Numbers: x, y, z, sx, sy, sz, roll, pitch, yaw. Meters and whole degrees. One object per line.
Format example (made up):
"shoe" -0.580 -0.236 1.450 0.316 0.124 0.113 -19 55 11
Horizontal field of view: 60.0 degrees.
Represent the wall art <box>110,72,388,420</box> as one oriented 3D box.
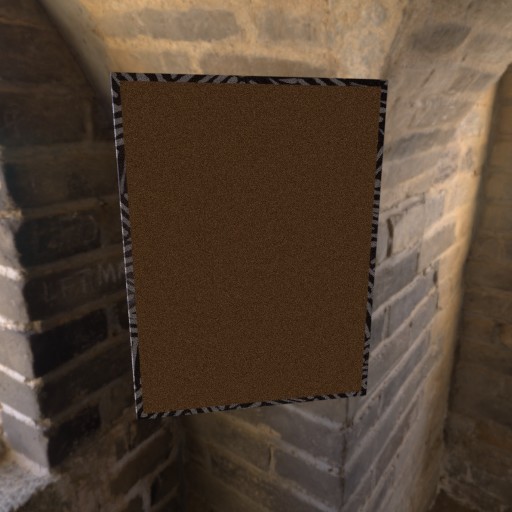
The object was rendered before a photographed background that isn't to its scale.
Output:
"wall art" 0.000 0.000 1.344 0.765 1.017 0.038 -3 15 -10
